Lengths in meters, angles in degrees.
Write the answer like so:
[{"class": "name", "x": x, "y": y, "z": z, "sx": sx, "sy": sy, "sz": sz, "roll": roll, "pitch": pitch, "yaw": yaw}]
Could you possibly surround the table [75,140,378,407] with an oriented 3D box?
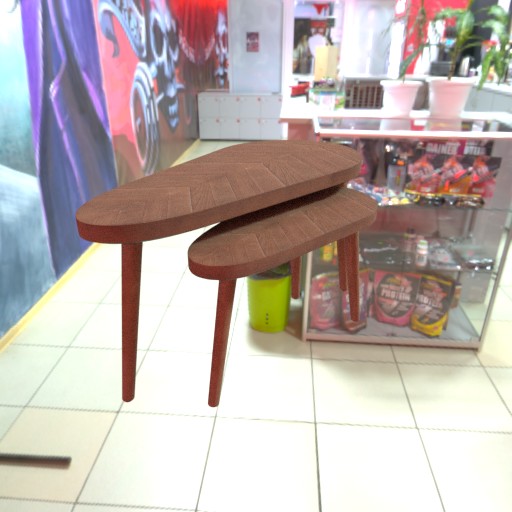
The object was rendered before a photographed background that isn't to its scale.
[{"class": "table", "x": 0.000, "y": 0.000, "z": 1.580, "sx": 0.701, "sy": 0.595, "sz": 1.190, "roll": 18, "pitch": 31, "yaw": 33}]
